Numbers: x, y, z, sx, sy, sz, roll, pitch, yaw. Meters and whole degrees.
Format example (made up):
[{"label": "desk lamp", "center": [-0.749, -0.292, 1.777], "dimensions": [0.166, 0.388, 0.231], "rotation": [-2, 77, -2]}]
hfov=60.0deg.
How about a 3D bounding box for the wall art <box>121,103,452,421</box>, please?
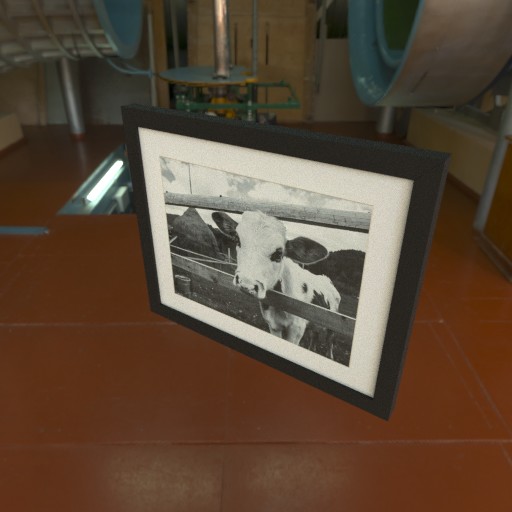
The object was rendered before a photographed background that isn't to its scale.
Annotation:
[{"label": "wall art", "center": [0.000, 0.000, 0.566], "dimensions": [0.404, 0.329, 0.024], "rotation": [18, 35, 29]}]
